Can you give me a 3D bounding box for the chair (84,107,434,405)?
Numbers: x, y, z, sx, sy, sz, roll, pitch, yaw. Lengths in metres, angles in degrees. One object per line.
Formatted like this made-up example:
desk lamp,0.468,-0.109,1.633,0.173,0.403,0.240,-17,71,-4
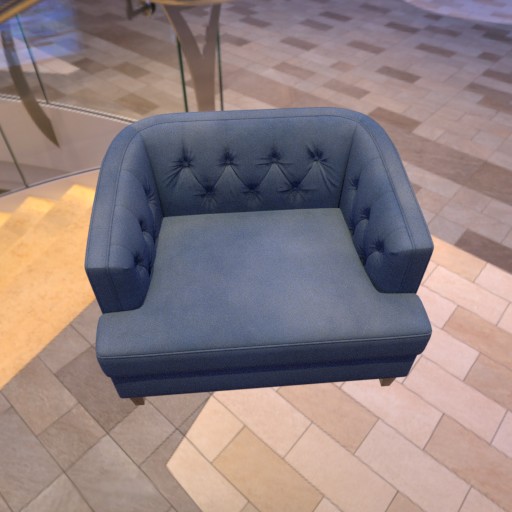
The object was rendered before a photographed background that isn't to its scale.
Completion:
chair,0.000,0.000,1.761,1.118,0.787,0.914,-3,46,-3
